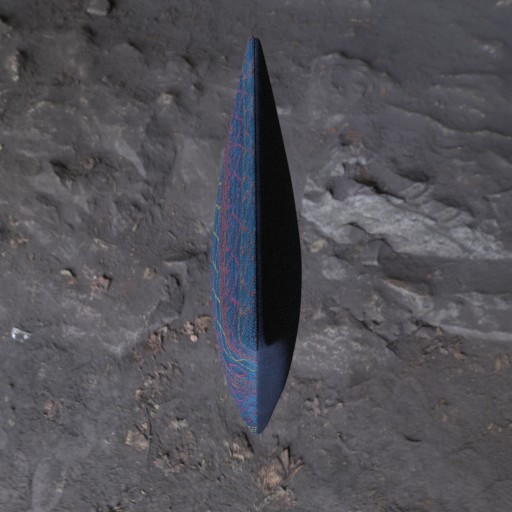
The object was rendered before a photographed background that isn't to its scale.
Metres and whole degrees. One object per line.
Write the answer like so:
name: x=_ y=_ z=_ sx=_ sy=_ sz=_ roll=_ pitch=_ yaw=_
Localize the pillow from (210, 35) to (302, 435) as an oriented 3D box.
pillow: x=0.000 y=0.000 z=0.657 sx=0.141 sy=0.431 sz=0.431 roll=0 pitch=58 yaw=0
